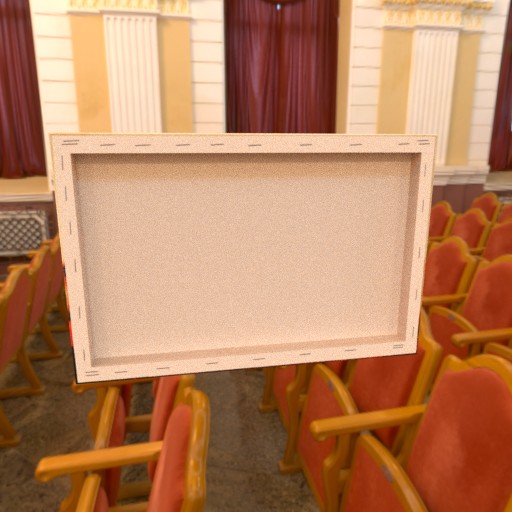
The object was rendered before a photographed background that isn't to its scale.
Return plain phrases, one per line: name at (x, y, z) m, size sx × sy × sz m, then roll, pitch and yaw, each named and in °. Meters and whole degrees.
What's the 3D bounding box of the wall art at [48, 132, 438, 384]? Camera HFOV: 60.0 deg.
wall art at (0.000, 0.000, 0.756) m, size 0.613 × 0.402 × 0.040 m, roll -3°, pitch 14°, yaw -10°
